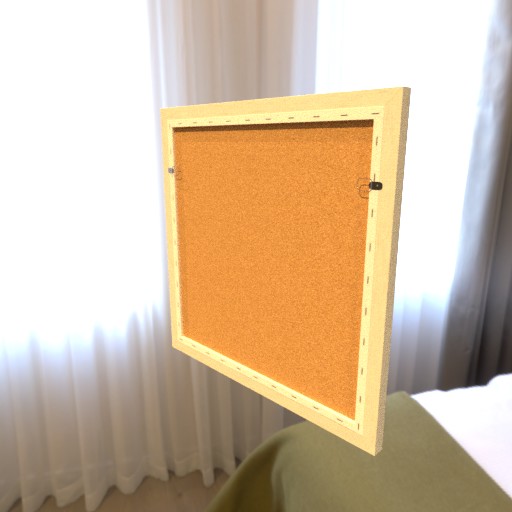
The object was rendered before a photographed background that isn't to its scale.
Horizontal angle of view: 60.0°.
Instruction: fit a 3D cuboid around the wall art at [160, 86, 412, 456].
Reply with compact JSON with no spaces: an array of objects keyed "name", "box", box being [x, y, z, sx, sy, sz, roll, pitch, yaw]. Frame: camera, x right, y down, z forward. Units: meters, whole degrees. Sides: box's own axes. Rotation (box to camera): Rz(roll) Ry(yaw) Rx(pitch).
[{"name":"wall art","box":[0.000,0.000,1.528,1.016,1.016,0.045,14,20,43]}]
